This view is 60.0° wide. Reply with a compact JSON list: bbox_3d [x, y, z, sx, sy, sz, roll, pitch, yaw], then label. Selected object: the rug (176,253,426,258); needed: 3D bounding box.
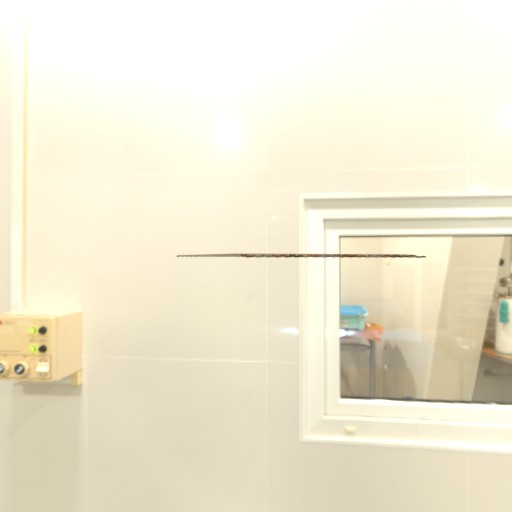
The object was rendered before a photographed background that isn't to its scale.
[{"bbox_3d":[0.000,0.000,2.720,1.324,0.018,2.378,0,0,0],"label":"rug"}]
